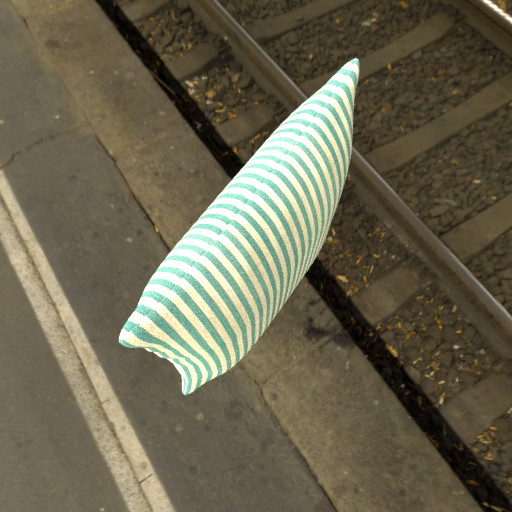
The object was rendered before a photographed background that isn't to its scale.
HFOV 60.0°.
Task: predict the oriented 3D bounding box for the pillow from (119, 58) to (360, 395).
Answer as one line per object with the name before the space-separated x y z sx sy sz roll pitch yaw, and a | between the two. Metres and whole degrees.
pillow | 0.000 0.000 0.797 0.166 0.510 0.523 33 70 14
